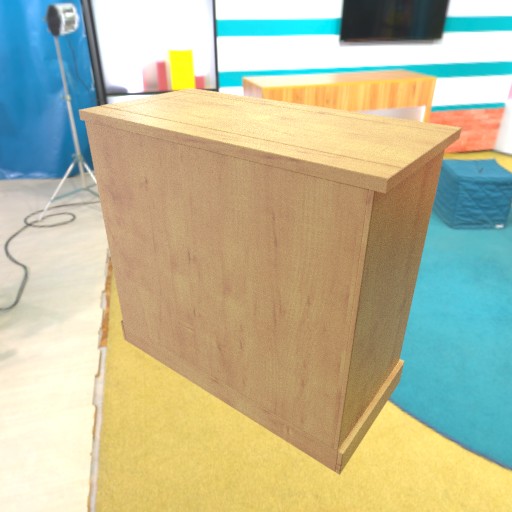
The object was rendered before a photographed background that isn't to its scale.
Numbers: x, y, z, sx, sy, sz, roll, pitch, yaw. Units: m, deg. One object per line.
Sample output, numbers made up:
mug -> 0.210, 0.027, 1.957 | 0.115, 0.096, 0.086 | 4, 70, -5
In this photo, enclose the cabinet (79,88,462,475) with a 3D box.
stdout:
cabinet -> 0.000, 0.000, 1.378 | 0.920, 0.840, 0.450 | 21, 36, 32
